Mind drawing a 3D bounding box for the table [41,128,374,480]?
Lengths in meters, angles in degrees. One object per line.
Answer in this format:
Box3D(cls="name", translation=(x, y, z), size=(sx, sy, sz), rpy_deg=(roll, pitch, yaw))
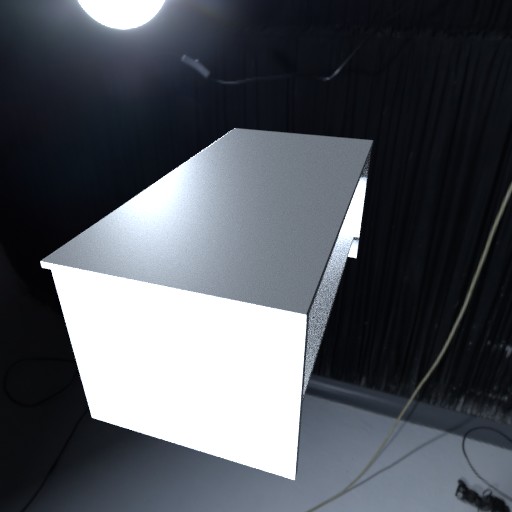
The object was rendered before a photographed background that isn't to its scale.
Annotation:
Box3D(cls="table", translation=(0.000, 0.000, 1.265), size=(0.500, 0.441, 1.000), rpy_deg=(10, 32, 16))
